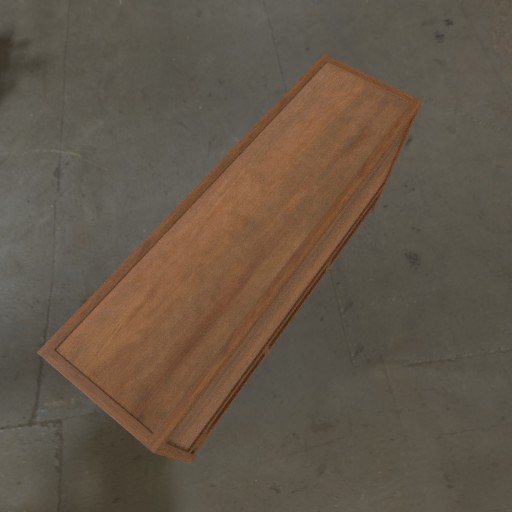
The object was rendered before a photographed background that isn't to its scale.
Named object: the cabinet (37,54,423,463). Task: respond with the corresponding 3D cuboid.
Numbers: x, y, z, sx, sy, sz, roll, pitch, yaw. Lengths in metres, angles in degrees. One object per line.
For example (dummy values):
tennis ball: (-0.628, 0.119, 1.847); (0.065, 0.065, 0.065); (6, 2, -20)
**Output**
cabinet: (0.000, 0.000, 2.019); (0.522, 0.820, 1.708); (33, 68, 15)
